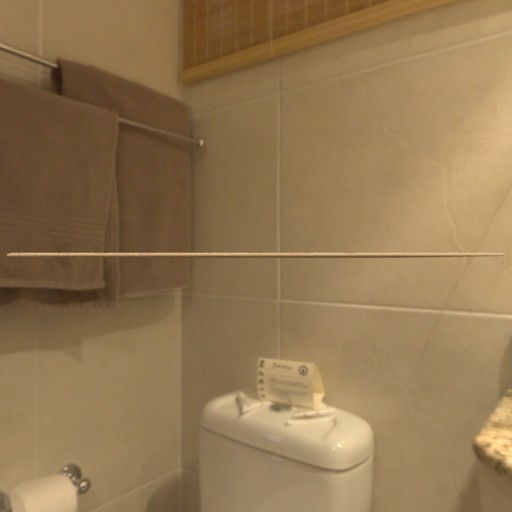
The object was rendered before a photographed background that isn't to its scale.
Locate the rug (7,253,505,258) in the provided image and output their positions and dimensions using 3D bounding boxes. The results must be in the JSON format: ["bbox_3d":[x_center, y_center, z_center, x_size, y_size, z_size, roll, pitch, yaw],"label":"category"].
[{"bbox_3d":[0.000,0.000,3.348,2.746,0.018,1.819,0,-1,0],"label":"rug"}]
